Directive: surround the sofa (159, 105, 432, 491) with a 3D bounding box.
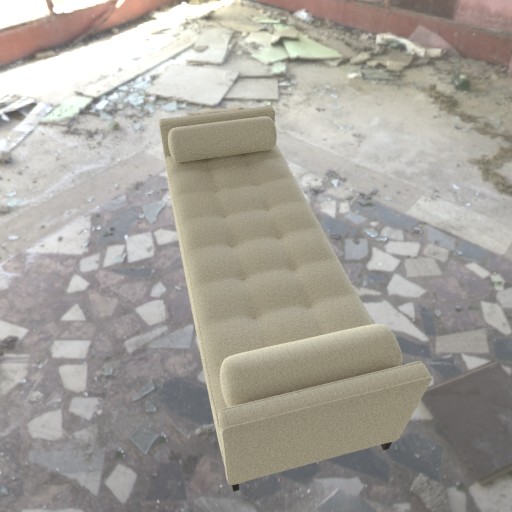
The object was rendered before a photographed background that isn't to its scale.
[{"bbox_3d":[0.000,0.000,2.293,0.746,0.641,1.985,-10,46,-10],"label":"sofa"}]
